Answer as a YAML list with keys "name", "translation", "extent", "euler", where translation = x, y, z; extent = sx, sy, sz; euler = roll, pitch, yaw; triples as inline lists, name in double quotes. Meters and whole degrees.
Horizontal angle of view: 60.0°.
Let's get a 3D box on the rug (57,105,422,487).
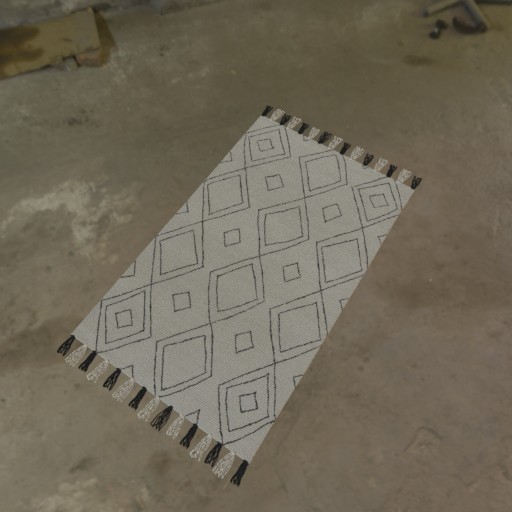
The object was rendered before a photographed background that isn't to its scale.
- name: "rug"
  translation: [0.000, 0.000, 3.350]
  extent: [1.524, 0.021, 2.755]
  euler: [30, 67, 14]
